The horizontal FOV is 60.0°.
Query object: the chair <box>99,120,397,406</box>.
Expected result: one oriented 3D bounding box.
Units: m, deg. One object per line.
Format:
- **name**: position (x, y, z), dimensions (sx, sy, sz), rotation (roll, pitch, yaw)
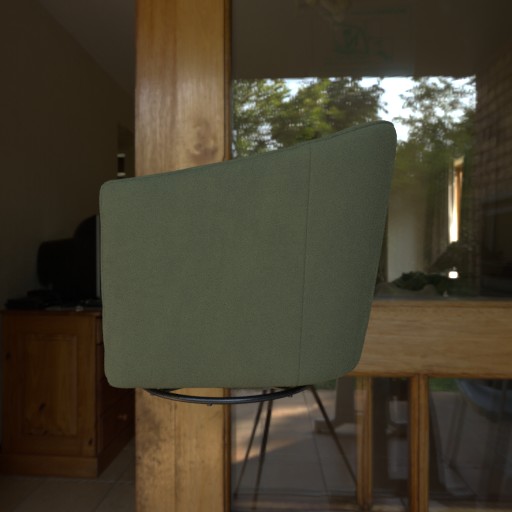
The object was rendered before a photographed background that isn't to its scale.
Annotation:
- **chair**: position (0.000, 0.000, 1.464), dimensions (0.875, 0.799, 0.747), rotation (0, 0, -2)
